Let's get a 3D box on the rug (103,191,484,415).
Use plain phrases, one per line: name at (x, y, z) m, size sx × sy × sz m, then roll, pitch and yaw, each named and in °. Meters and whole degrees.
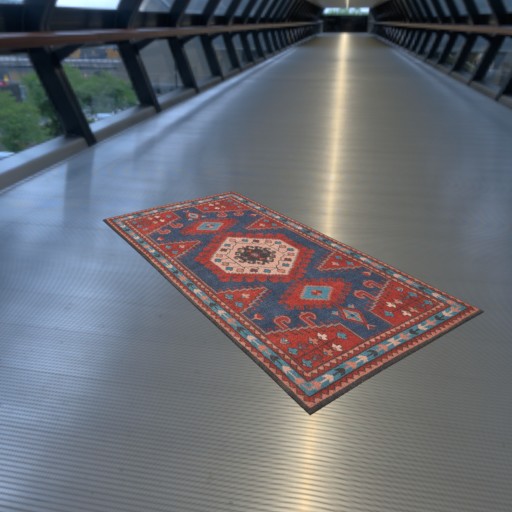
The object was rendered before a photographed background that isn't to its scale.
rug at (0.000, 0.000, 3.612) m, size 1.522 × 0.034 × 3.032 m, roll -18°, pitch 32°, yaw -31°
